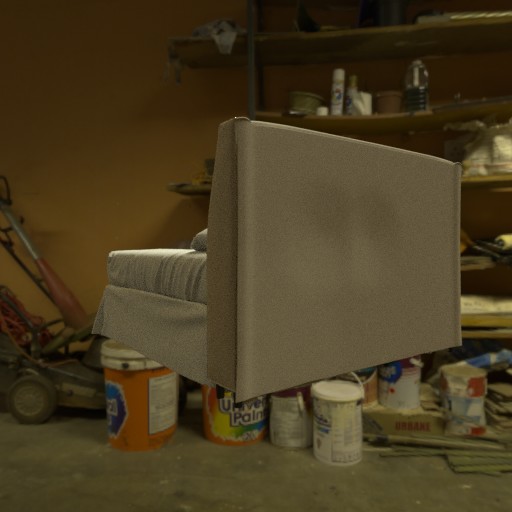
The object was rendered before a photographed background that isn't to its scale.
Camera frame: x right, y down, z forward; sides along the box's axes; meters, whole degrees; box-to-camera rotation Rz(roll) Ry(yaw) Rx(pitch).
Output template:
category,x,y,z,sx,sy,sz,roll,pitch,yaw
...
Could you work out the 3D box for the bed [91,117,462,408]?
category,x,y,z,sx,sy,sz,roll,pitch,yaw
bed,0.000,0.000,3.422,1.925,1.332,2.276,-1,2,-36
